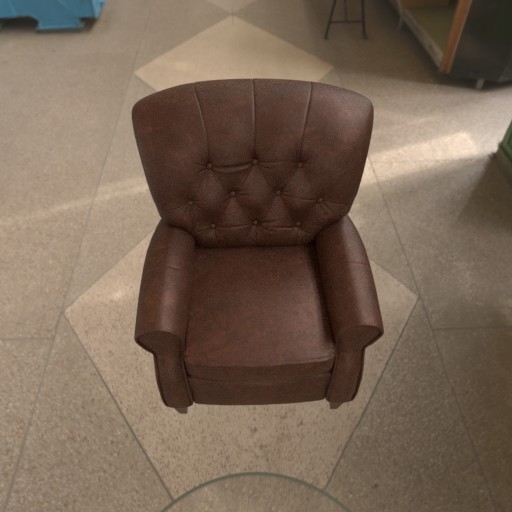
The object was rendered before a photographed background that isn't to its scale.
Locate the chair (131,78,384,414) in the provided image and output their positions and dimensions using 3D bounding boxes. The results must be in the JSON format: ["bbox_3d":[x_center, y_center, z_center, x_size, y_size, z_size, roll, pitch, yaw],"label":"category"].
[{"bbox_3d":[0.000,0.000,1.934,0.979,1.162,1.031,-1,48,-1],"label":"chair"}]
